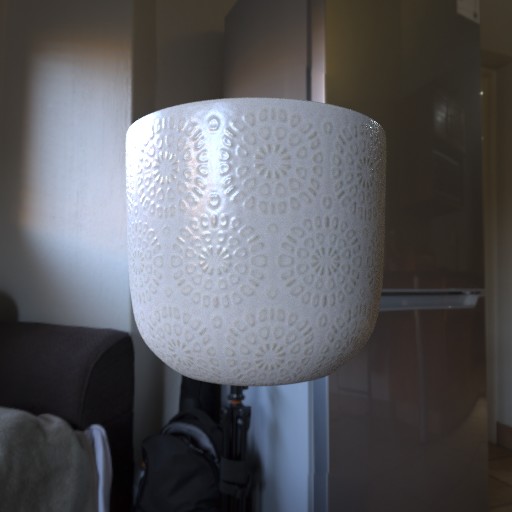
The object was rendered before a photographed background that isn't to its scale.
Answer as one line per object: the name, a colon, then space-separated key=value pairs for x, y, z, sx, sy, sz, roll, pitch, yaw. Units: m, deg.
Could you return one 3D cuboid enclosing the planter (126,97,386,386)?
planter: x=0.000 y=0.000 z=0.300 sx=0.170 sy=0.152 sz=0.170 roll=0 pitch=-2 yaw=0
